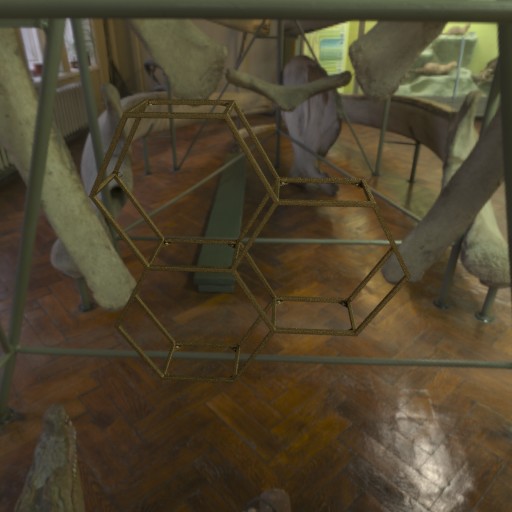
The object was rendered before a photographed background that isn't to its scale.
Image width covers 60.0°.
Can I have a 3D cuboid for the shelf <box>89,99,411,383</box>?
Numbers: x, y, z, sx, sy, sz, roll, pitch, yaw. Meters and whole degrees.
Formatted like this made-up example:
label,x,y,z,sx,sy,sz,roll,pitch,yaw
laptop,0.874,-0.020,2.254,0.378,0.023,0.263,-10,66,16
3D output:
label,x,y,z,sx,sy,sz,roll,pitch,yaw
shelf,0.000,0.000,1.080,0.708,0.701,0.150,2,29,3
